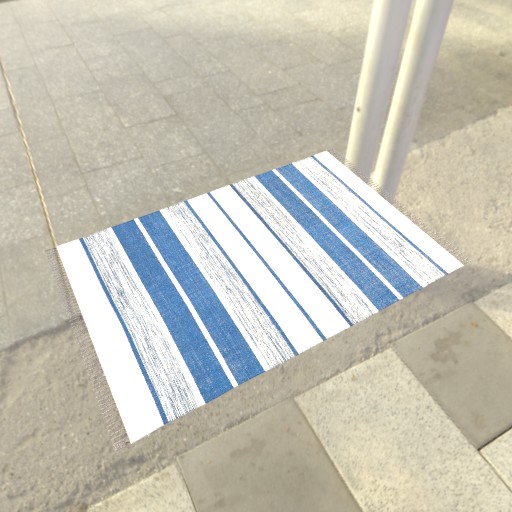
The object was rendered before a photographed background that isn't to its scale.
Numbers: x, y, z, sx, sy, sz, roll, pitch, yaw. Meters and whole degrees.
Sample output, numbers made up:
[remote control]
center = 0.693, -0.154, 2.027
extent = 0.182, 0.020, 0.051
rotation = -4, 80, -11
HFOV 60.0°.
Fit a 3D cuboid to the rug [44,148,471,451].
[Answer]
[rug]
center = 0.000, 0.000, 2.979
extent = 2.441, 0.010, 1.532
rotation = -23, 51, -20
